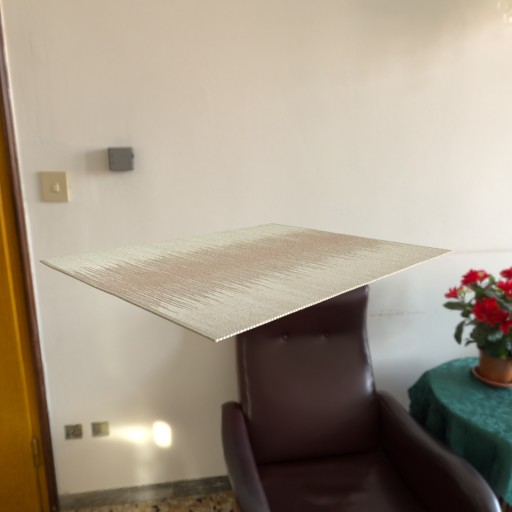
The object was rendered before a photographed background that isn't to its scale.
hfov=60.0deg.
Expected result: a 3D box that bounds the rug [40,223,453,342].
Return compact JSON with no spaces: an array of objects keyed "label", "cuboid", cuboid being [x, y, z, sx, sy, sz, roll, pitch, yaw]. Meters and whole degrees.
[{"label":"rug","cuboid":[0.000,0.000,4.141,3.048,0.013,2.438,-13,18,-43]}]
